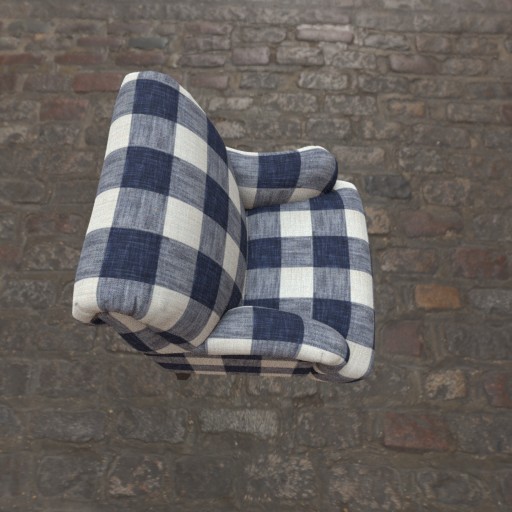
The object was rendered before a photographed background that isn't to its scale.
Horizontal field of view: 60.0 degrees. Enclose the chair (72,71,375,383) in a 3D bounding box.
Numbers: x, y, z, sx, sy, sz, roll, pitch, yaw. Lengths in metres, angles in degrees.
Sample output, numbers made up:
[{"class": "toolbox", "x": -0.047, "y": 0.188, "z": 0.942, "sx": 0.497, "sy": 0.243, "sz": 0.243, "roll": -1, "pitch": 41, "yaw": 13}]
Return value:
[{"class": "chair", "x": 0.000, "y": 0.000, "z": 1.535, "sx": 0.848, "sy": 0.953, "sz": 0.781, "roll": 2, "pitch": 64, "yaw": 1}]
